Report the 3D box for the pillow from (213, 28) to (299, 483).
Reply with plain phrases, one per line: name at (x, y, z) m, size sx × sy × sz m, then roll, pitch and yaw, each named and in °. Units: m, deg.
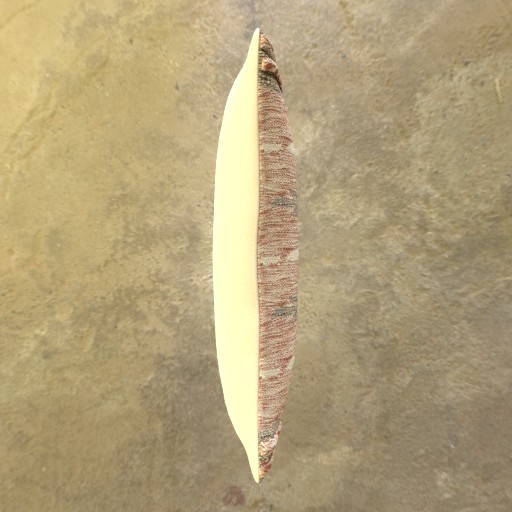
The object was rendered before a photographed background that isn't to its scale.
pillow at (0.000, 0.000, 0.723) m, size 0.139 × 0.282 × 0.635 m, roll 0°, pitch 91°, yaw 0°
